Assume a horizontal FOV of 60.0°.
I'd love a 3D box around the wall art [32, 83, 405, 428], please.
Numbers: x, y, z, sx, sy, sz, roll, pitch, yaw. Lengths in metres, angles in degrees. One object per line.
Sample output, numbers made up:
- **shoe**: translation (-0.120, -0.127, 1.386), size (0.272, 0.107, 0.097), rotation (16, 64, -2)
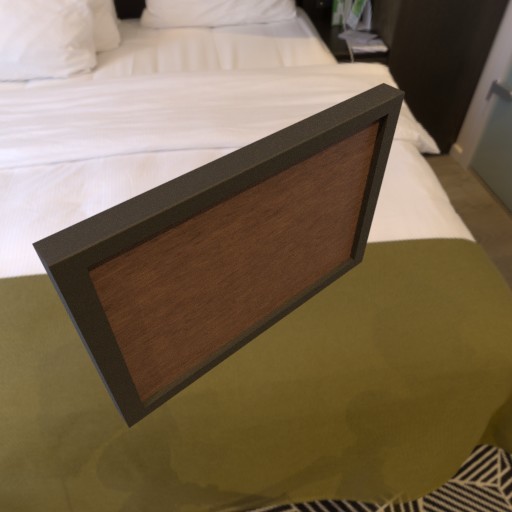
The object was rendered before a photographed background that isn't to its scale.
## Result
- **wall art**: translation (0.000, 0.000, 0.839), size (0.671, 0.456, 0.051), rotation (-31, 54, -26)
